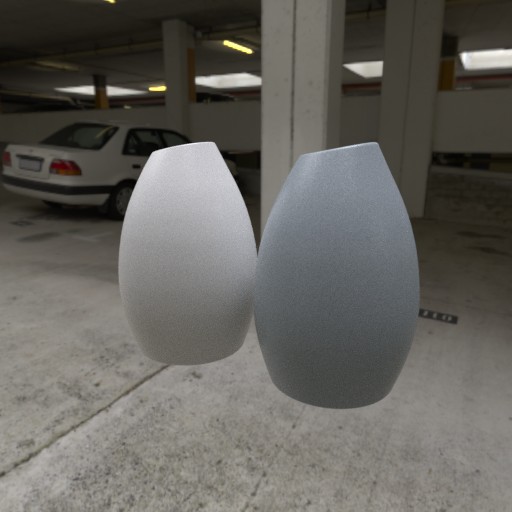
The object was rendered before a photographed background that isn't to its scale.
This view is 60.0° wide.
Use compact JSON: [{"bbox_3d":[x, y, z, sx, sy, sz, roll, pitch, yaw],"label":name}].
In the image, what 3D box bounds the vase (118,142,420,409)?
[{"bbox_3d":[0.000,0.000,0.264,0.187,0.131,0.089,7,16,27],"label":"vase"}]
